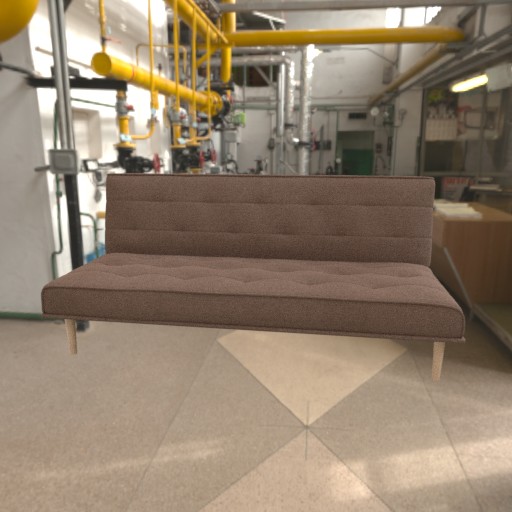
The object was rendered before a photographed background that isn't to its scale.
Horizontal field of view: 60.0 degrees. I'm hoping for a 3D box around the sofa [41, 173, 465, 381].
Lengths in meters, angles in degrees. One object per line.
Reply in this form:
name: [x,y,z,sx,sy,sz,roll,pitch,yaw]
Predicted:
sofa: [0.000,0.000,2.306,1.820,0.810,1.038,2,14,8]
